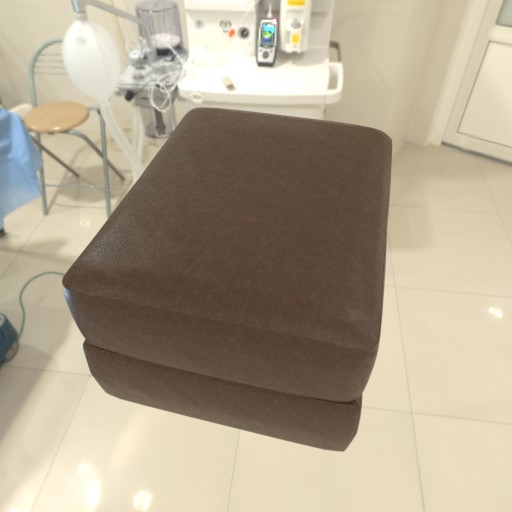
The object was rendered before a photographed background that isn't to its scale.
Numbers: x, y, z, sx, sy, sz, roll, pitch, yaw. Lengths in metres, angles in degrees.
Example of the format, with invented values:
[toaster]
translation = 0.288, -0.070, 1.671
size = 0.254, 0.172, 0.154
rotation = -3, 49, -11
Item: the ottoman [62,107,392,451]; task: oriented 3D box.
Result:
[ottoman]
translation = 0.000, 0.000, 1.130
size = 0.603, 0.476, 0.751
rotation = 10, 46, 10
